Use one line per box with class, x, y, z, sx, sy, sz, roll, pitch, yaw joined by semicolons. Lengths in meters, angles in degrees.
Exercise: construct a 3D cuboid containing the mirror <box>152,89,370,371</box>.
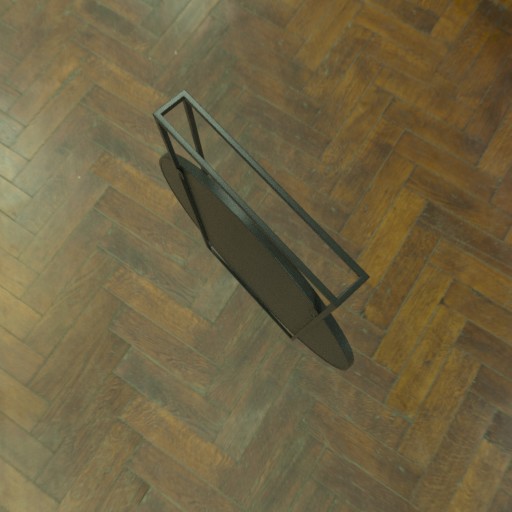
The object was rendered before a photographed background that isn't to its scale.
mirror;0.000;0.000;0.798;0.051;0.603;0.508;-41;79;-9
